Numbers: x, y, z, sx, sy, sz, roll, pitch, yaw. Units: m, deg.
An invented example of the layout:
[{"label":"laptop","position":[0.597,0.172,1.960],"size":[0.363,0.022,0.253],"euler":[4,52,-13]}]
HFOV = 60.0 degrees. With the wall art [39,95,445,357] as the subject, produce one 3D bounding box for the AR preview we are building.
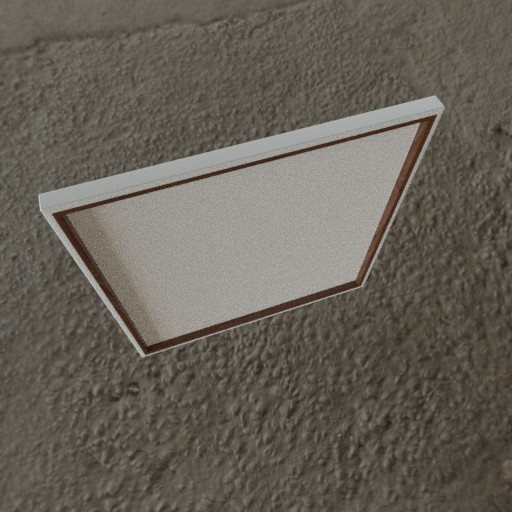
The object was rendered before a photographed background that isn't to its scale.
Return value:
[{"label":"wall art","position":[0.000,0.000,1.118],"size":[0.757,0.757,0.037],"euler":[-16,61,-10]}]
